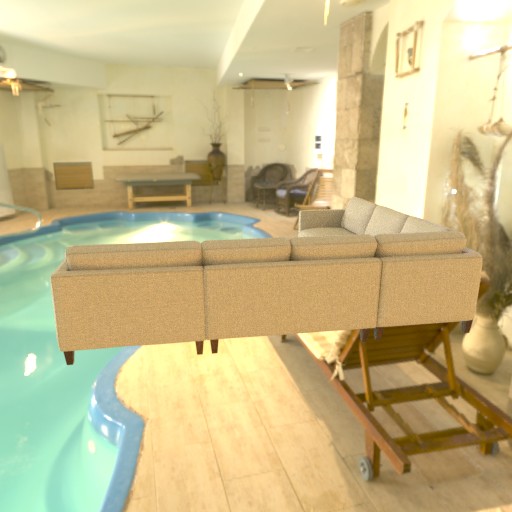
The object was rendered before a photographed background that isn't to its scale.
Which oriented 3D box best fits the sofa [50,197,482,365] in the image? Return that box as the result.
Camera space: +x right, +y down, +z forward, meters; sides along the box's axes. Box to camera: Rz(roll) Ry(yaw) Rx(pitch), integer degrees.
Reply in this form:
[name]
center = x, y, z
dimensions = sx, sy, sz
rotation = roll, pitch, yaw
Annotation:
[sofa]
center = 0.000, 0.000, 4.614
dimensions = 3.403, 0.889, 2.551
rotation = -3, 15, -9
